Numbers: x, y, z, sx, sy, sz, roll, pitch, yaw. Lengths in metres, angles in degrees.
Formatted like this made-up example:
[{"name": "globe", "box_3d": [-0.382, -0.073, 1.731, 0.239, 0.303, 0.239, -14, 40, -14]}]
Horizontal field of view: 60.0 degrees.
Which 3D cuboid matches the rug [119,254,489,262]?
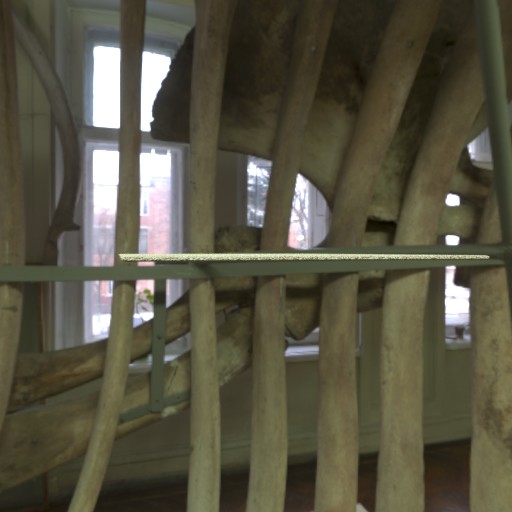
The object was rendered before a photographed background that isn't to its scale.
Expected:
[{"name": "rug", "box_3d": [0.000, 0.000, 4.135, 2.438, 0.029, 3.047, 0, 1, -17]}]
